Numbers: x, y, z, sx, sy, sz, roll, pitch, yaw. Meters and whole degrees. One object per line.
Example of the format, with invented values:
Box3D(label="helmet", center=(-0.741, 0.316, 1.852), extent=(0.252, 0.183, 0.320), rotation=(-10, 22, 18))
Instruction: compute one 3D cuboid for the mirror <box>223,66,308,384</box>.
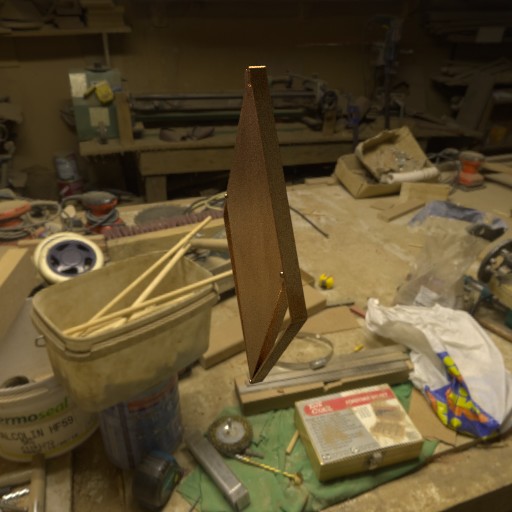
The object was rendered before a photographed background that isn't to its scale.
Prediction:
Box3D(label="mirror", center=(0.000, 0.000, 0.858), extent=(0.032, 0.679, 0.419), rotation=(-9, 31, -16))
